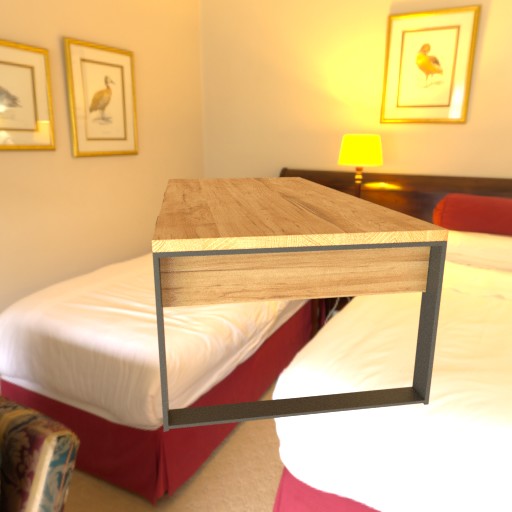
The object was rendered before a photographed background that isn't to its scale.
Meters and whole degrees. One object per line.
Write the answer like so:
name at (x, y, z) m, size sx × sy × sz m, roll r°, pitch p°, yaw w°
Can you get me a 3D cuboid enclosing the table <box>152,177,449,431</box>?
table at (0.000, 0.000, 1.455) m, size 0.590 × 0.400 × 1.180 m, roll -2°, pitch 15°, yaw -9°
